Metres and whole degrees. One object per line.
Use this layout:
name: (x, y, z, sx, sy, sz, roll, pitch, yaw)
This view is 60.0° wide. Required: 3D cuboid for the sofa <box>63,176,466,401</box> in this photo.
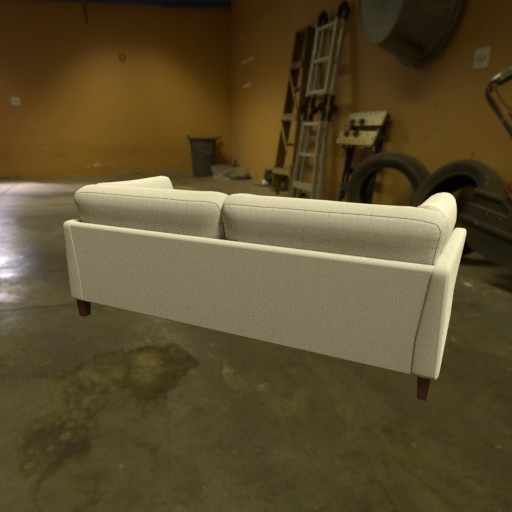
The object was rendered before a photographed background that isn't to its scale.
sofa: (0.000, 0.000, 2.745, 2.301, 0.863, 0.957, 8, 18, 25)
